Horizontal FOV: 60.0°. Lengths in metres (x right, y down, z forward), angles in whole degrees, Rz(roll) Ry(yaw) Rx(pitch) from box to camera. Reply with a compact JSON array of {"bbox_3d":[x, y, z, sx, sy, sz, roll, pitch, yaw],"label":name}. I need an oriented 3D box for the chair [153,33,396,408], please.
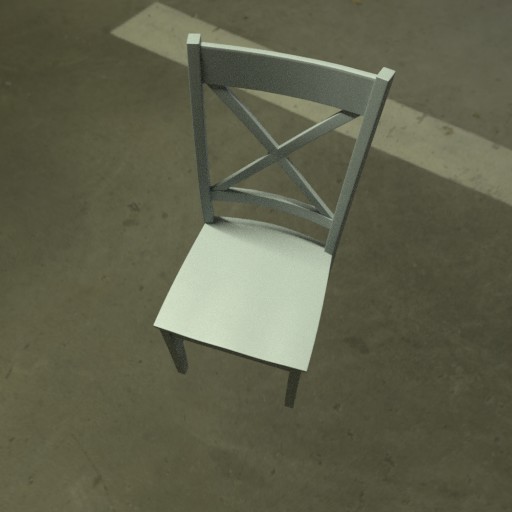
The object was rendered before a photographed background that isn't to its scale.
[{"bbox_3d":[0.000,0.000,1.291,0.485,0.983,0.542,15,59,9],"label":"chair"}]
